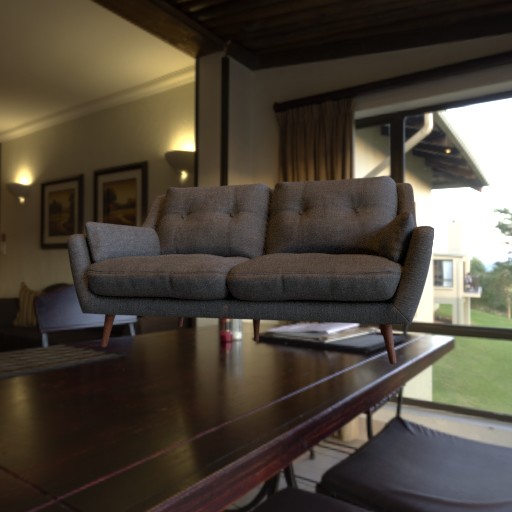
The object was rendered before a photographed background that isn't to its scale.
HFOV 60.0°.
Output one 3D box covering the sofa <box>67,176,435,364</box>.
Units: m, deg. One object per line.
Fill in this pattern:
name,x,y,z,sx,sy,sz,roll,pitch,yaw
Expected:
sofa,0.000,0.000,2.290,1.646,0.887,0.976,0,-1,16
